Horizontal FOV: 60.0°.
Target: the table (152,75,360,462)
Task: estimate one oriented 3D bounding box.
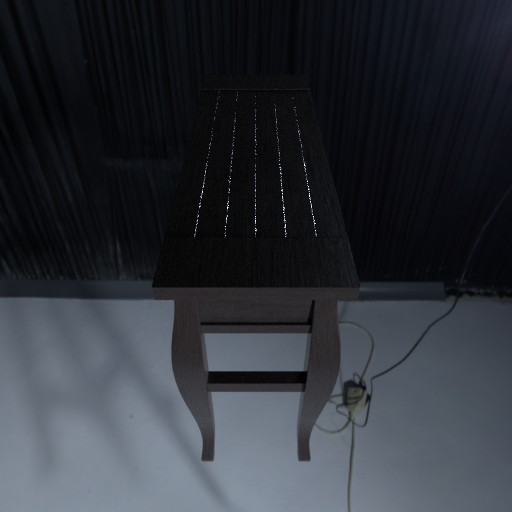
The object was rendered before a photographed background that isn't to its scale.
[{"bbox_3d":[0.000,0.000,1.407,0.373,0.768,1.062,0,41,0],"label":"table"}]
